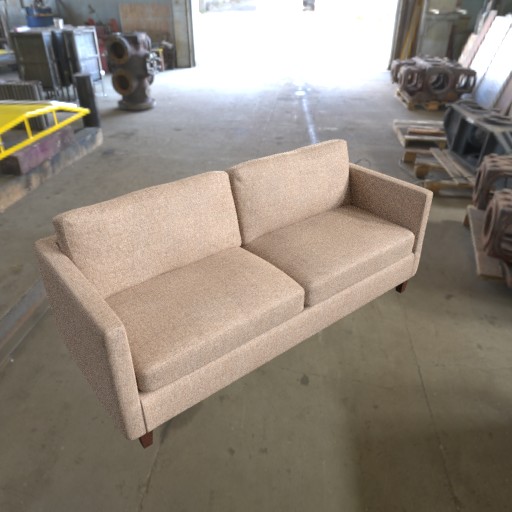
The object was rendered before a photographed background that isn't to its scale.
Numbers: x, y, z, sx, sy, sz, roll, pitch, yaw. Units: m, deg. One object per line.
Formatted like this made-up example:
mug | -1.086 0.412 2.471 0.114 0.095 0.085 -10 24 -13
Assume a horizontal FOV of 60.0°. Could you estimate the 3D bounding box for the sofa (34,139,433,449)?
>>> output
sofa | 0.000 0.000 2.672 2.208 0.965 0.951 -22 38 -32
